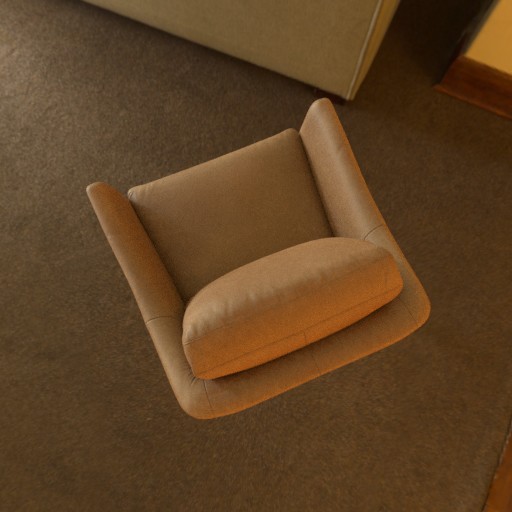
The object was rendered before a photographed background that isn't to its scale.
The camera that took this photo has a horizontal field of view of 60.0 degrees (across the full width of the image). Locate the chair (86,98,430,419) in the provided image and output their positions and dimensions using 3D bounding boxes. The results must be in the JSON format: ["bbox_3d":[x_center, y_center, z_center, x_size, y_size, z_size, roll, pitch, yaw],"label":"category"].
[{"bbox_3d":[0.000,0.000,1.703,0.988,0.895,0.963,-22,76,-6],"label":"chair"}]
